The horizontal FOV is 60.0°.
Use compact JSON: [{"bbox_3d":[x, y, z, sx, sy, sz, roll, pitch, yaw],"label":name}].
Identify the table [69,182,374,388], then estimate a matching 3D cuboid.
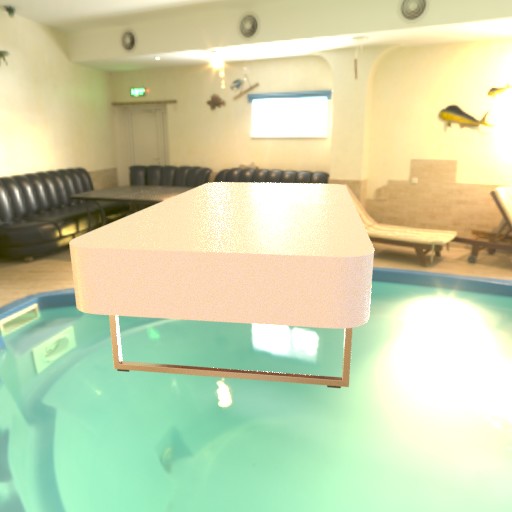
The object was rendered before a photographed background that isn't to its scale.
[{"bbox_3d":[0.000,0.000,1.420,0.600,0.340,1.200,2,15,8],"label":"table"}]
